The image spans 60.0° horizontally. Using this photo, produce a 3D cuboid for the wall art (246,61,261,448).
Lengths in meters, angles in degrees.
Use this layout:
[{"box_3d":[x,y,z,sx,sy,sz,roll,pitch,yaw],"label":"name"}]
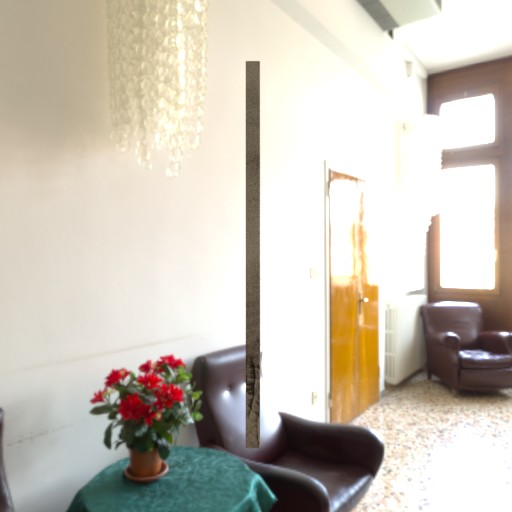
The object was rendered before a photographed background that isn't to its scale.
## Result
[{"box_3d":[0.000,0.000,1.151,0.023,0.607,0.914,0,0,1],"label":"wall art"}]
